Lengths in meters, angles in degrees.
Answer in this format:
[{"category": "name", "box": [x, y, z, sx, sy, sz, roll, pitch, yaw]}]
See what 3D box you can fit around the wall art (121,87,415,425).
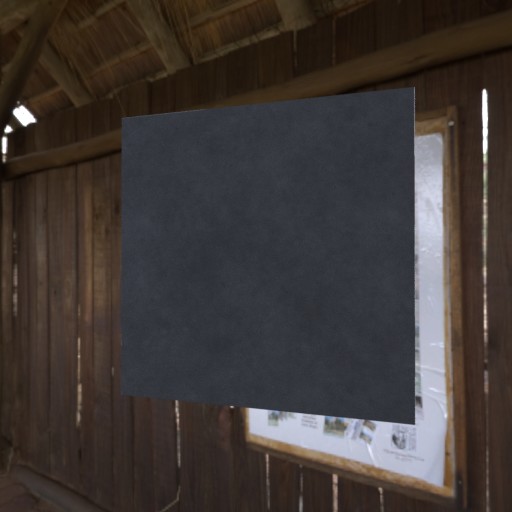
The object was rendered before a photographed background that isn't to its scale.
[{"category": "wall art", "box": [0.000, 0.000, 1.135, 0.765, 0.765, 0.046, 0, 0, 17]}]
